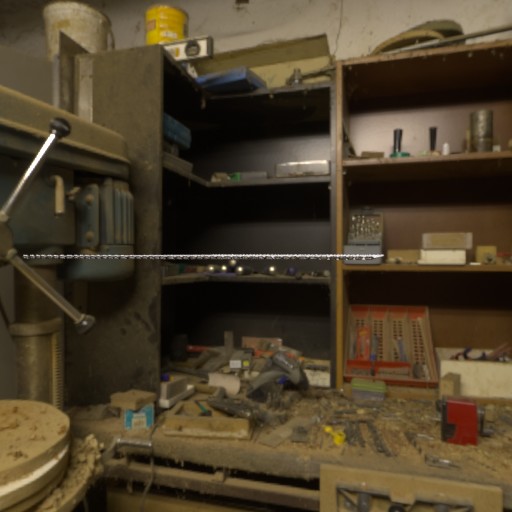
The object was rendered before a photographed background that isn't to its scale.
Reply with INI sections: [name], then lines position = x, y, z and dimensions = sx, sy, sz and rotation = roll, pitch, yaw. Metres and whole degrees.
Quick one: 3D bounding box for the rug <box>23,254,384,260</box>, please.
[rug]
position = 0.000, 0.000, 2.963
dimensions = 1.613, 0.017, 2.312
rotation = 0, 0, 17
